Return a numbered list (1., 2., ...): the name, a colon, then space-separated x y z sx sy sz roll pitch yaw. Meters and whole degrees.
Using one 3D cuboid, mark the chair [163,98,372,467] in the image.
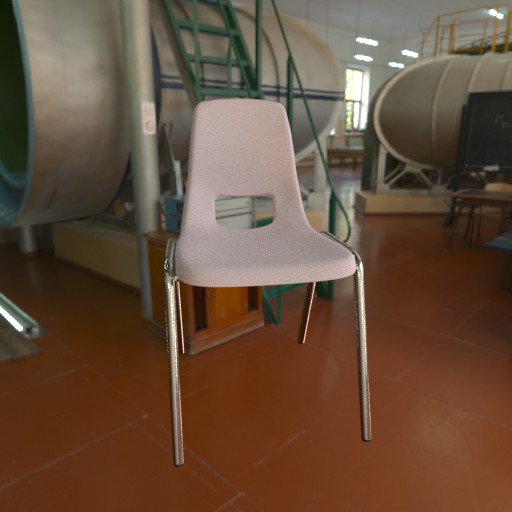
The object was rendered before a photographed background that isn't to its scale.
1. chair: 0.000 0.000 0.939 0.381 0.653 0.436 -3 16 -10
